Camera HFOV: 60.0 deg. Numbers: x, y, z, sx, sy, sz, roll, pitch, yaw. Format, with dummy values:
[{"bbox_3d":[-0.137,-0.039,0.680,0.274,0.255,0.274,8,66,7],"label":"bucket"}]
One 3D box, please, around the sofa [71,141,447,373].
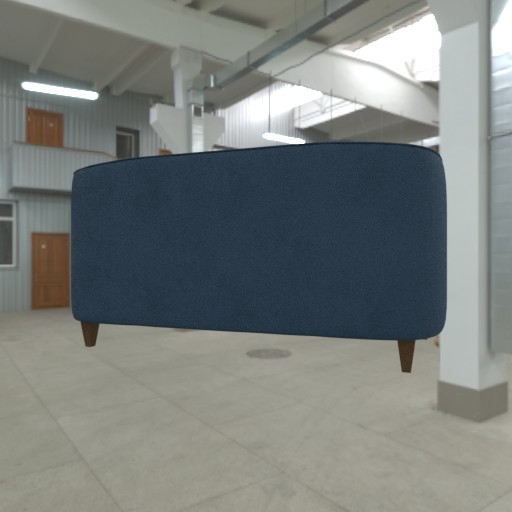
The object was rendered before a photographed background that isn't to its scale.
[{"bbox_3d":[0.000,0.000,2.202,1.733,0.854,0.941,0,0,19],"label":"sofa"}]
